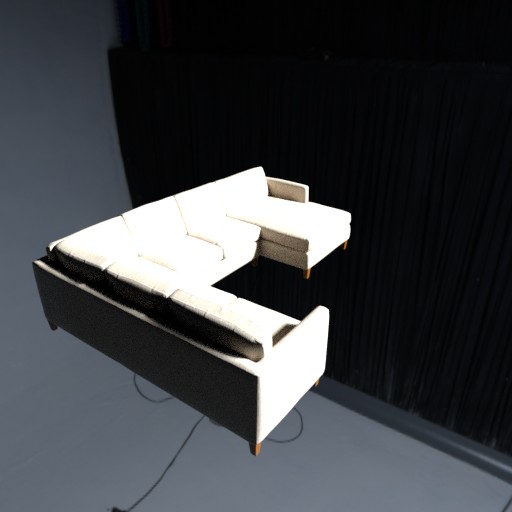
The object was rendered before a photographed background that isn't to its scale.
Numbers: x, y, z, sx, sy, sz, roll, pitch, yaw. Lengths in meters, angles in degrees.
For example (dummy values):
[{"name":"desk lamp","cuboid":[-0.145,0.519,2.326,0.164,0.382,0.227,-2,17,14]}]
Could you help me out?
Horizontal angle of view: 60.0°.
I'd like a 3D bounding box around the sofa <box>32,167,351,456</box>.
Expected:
[{"name":"sofa","cuboid":[0.000,0.000,4.681,2.594,0.961,3.460,18,32,32]}]
